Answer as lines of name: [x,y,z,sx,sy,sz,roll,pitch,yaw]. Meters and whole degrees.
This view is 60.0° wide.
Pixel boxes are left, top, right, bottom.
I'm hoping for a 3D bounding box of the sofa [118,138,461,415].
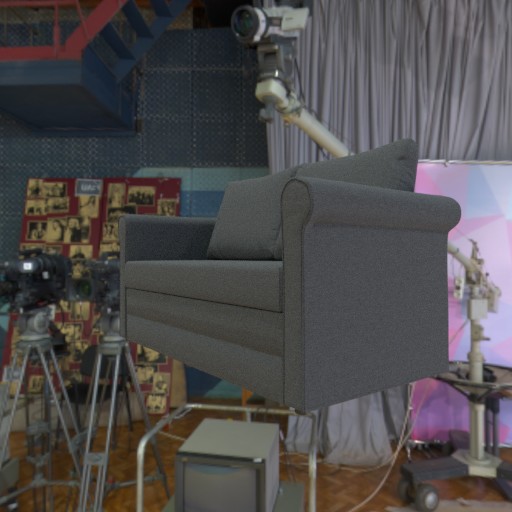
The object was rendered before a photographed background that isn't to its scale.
sofa: [0.000,0.000,1.942,0.741,0.872,1.460,0,0,-37]
